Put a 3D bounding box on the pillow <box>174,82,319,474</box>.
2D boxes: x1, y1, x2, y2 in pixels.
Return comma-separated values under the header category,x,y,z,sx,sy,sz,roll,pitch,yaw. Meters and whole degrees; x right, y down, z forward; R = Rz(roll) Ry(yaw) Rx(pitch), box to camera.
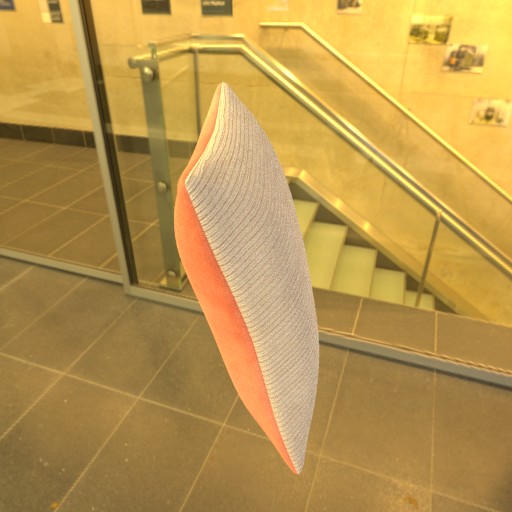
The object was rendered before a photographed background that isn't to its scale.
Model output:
category,x,y,z,sx,sy,sz,roll,pitch,yaw
pillow,0.000,0.000,0.641,0.177,0.401,0.424,0,32,0
